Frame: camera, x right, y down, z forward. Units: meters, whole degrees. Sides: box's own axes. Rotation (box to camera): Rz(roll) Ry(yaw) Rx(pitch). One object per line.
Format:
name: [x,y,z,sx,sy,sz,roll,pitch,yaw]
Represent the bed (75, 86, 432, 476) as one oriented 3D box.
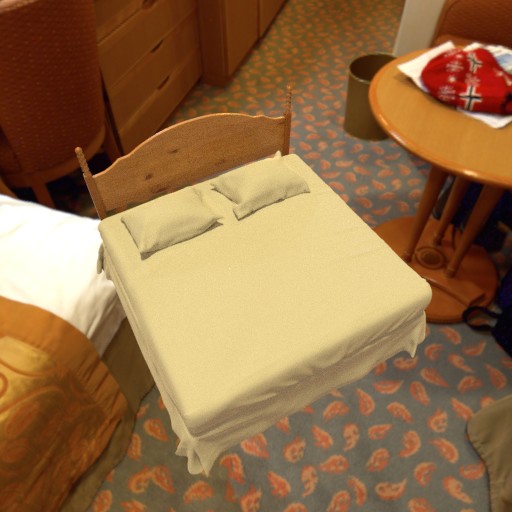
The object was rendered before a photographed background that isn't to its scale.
bed: [0.000,0.000,3.515,2.322,1.355,2.219,-23,53,-18]
